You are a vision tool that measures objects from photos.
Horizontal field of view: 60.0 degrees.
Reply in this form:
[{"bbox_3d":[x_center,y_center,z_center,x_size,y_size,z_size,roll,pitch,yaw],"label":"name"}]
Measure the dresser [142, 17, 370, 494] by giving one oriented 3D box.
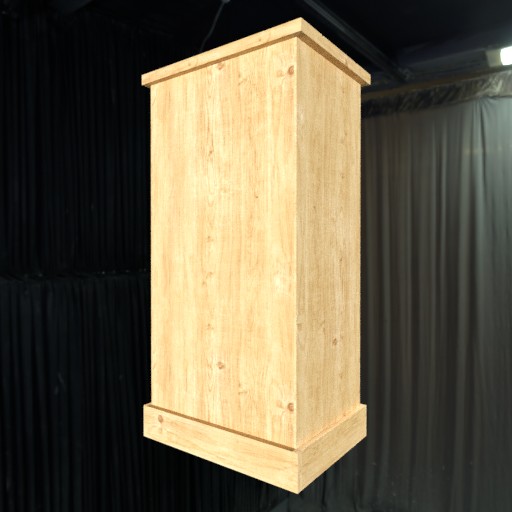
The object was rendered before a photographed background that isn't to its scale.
[{"bbox_3d":[0.000,0.000,1.281,0.531,1.041,0.390,0,1,36],"label":"dresser"}]
